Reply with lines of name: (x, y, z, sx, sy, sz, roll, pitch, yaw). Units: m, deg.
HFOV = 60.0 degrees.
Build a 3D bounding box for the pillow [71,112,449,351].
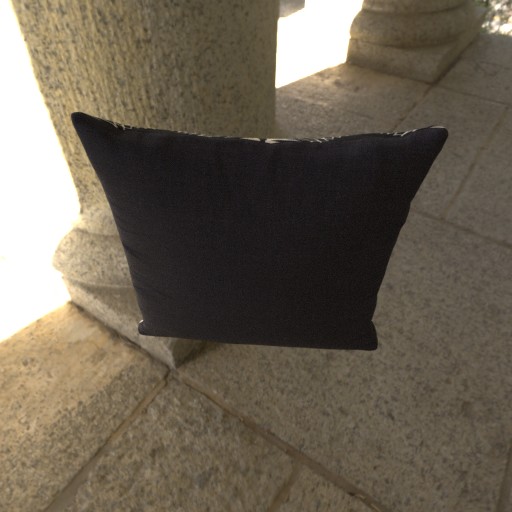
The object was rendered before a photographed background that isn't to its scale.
pillow: (0.000, 0.000, 0.651, 0.432, 0.432, 0.139, 3, 45, 3)
